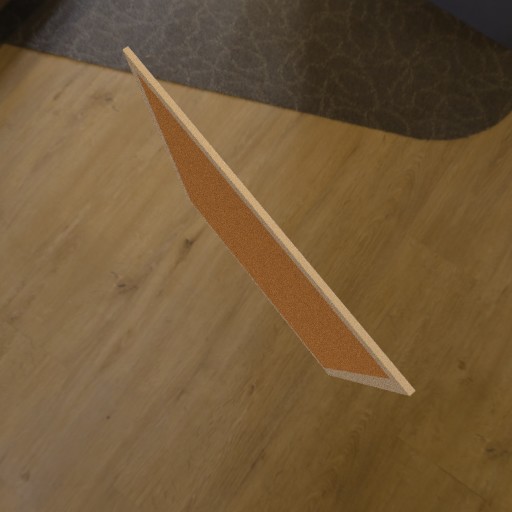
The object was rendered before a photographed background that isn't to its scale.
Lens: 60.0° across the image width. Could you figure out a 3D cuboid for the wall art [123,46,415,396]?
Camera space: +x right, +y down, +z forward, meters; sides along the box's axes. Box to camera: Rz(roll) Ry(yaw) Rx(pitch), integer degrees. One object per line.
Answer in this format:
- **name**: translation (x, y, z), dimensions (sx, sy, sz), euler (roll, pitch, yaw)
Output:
- **wall art**: translation (0.000, 0.000, 0.810), dimensions (0.009, 0.559, 0.558), euler (-38, 80, -8)
